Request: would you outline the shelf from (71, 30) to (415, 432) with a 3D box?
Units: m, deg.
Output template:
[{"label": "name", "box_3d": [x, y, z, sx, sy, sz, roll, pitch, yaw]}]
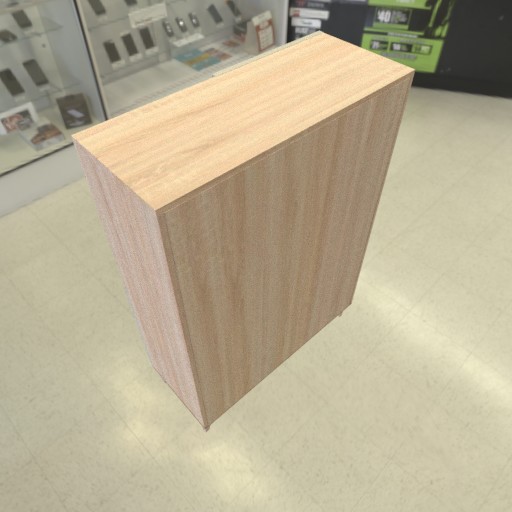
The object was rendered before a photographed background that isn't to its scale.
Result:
[{"label": "shelf", "box_3d": [0.000, 0.000, 1.829, 0.995, 1.405, 0.434, -34, 56, -27]}]
